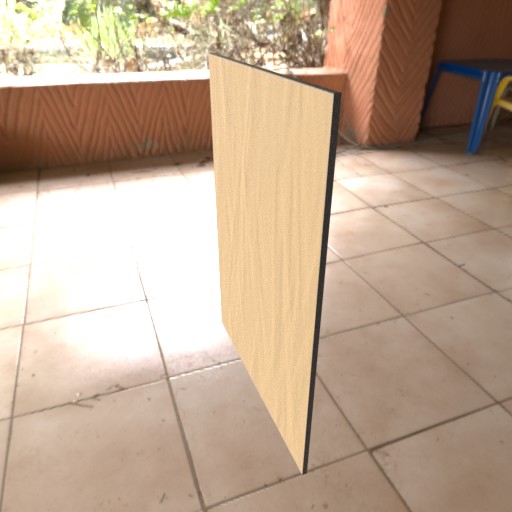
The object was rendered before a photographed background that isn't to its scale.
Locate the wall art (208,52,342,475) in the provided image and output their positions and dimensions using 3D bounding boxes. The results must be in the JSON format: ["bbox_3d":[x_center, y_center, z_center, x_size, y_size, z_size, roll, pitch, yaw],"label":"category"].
[{"bbox_3d":[0.000,0.000,1.414,0.016,1.116,0.810,-11,32,-19],"label":"wall art"}]
